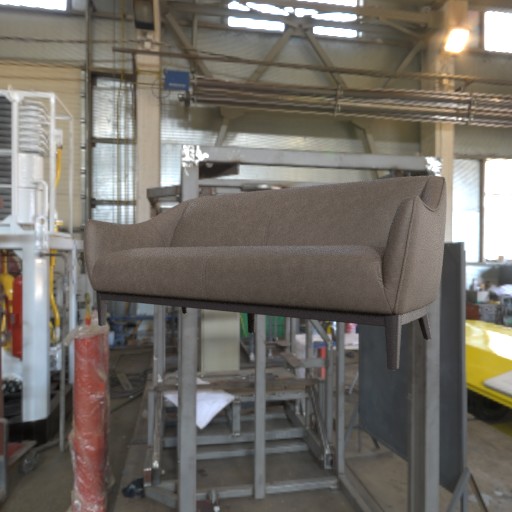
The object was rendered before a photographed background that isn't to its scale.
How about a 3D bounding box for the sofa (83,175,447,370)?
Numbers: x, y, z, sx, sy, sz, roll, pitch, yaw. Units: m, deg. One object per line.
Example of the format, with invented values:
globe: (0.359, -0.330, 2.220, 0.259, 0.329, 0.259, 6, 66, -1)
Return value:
sofa: (0.000, 0.000, 2.409, 1.928, 0.831, 0.869, 0, 0, 35)
